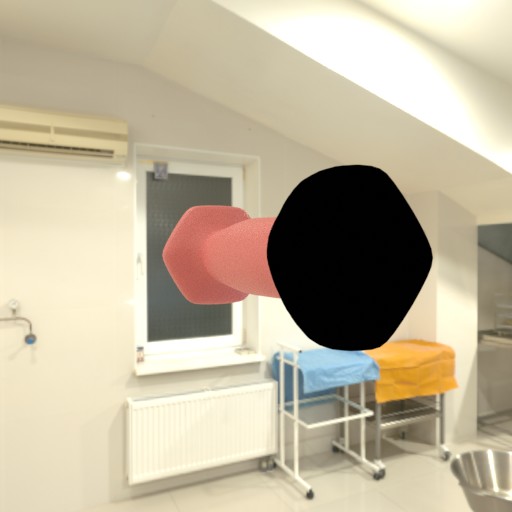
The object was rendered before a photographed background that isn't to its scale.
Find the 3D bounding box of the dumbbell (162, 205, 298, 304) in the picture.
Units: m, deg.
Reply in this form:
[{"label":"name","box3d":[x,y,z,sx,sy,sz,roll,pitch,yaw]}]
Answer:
[{"label":"dumbbell","box3d":[0.000,0.000,0.145,0.047,0.043,0.123,0,1,-19]}]
